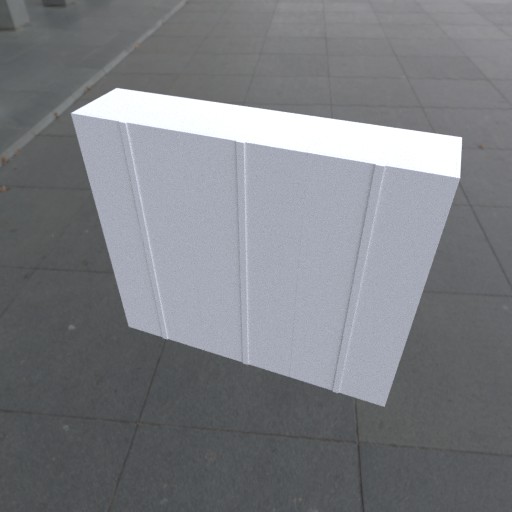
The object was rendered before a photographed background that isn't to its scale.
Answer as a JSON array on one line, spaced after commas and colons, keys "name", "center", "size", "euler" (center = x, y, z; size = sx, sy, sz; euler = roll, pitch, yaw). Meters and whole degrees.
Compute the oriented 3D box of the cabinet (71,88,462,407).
[{"name": "cabinet", "center": [0.000, 0.000, 3.849], "size": [2.700, 2.370, 0.590], "euler": [14, 41, 16]}]
